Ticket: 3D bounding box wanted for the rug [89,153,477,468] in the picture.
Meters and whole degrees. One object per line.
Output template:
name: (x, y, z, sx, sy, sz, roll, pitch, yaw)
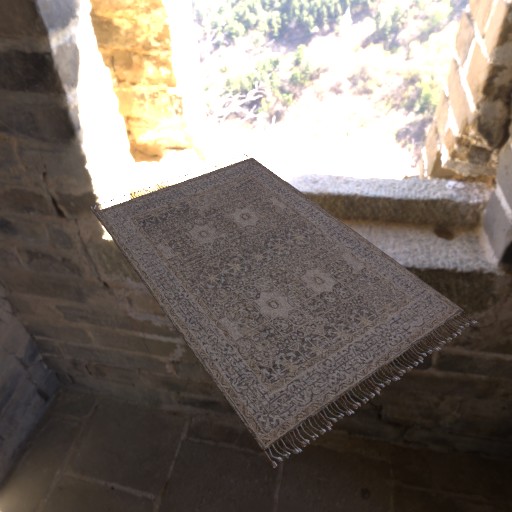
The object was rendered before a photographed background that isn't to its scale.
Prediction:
rug: (0.000, 0.000, 2.518, 1.237, 0.010, 2.029, -25, 48, -25)
